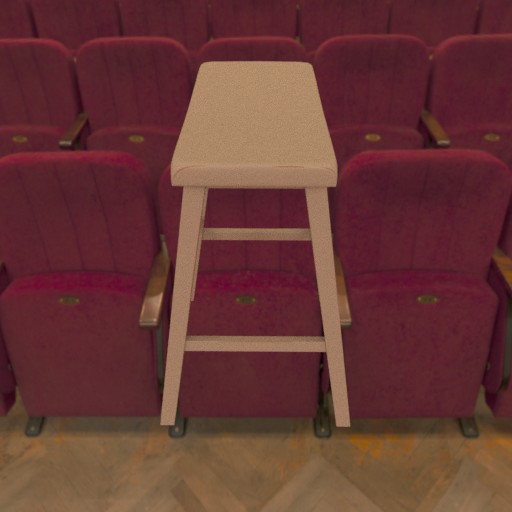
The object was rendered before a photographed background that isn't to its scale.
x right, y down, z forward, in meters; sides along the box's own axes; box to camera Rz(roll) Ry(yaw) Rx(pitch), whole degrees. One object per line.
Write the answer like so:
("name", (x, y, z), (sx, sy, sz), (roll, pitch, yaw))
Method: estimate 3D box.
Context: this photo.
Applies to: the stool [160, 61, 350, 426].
("stool", (0.000, 0.000, 1.039), (0.476, 0.737, 0.457), (0, 41, 0))
